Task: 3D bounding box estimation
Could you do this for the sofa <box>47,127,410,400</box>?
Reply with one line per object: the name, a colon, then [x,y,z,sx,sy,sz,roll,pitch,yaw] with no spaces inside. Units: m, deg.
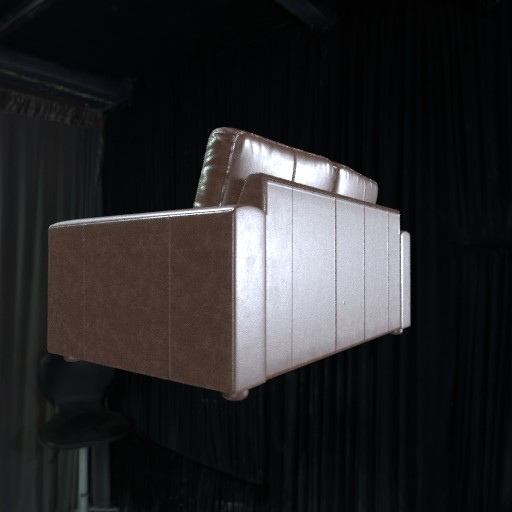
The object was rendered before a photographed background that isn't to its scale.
sofa: [0.000,0.000,2.177,1.016,0.873,1.616,0,-1,36]
